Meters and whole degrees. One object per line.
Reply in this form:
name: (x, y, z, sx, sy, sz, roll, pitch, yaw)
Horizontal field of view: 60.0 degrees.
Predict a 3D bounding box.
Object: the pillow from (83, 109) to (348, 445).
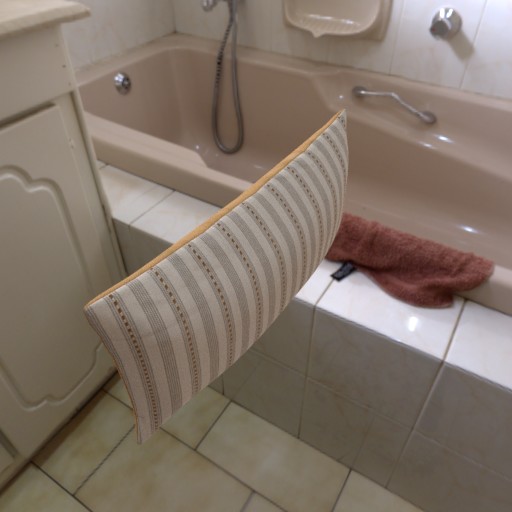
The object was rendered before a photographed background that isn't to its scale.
pillow: (0.000, 0.000, 0.733, 0.151, 0.291, 0.608, 24, 47, 25)
